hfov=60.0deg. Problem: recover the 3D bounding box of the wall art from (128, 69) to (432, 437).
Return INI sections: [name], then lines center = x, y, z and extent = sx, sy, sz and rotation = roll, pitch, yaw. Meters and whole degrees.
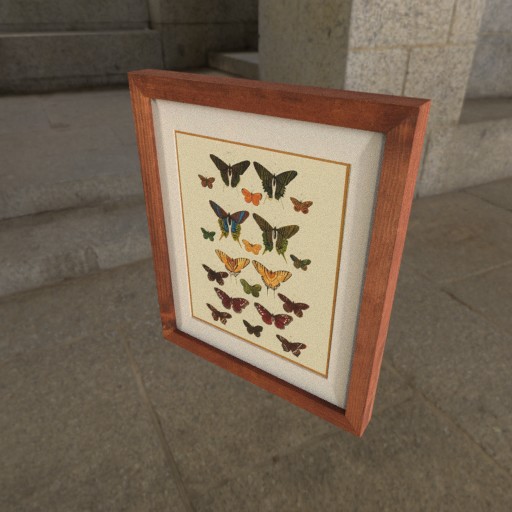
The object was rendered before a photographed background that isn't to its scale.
[wall art]
center = 0.000, 0.000, 0.613
extent = 0.377, 0.449, 0.039
rotation = 19, 35, 29
